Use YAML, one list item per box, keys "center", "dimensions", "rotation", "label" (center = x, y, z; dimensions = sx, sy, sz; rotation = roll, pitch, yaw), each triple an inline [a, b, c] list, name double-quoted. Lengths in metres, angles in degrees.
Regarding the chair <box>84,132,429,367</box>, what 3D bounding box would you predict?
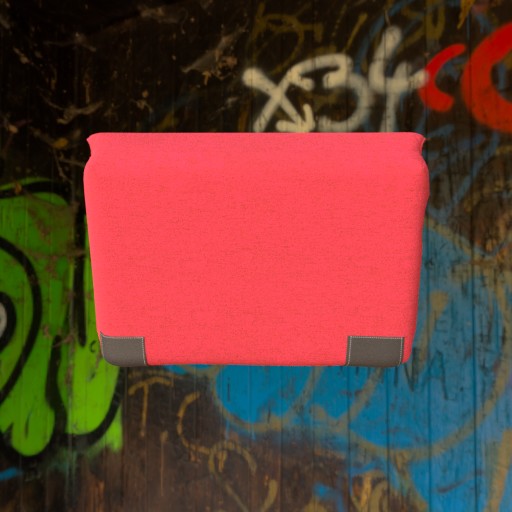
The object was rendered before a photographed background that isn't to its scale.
- center: [0.000, 0.000, 1.354]
  dimensions: [0.820, 0.580, 0.780]
  rotation: [0, -2, 0]
  label: "chair"
